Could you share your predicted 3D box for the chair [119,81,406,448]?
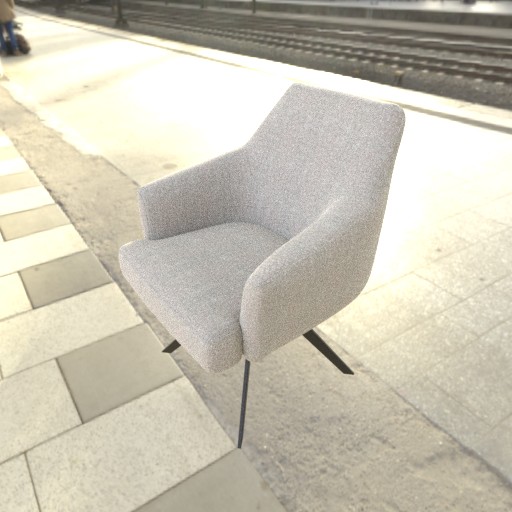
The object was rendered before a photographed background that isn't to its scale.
[{"bbox_3d":[0.000,0.000,1.329,0.677,0.874,0.642,-21,38,-31],"label":"chair"}]
